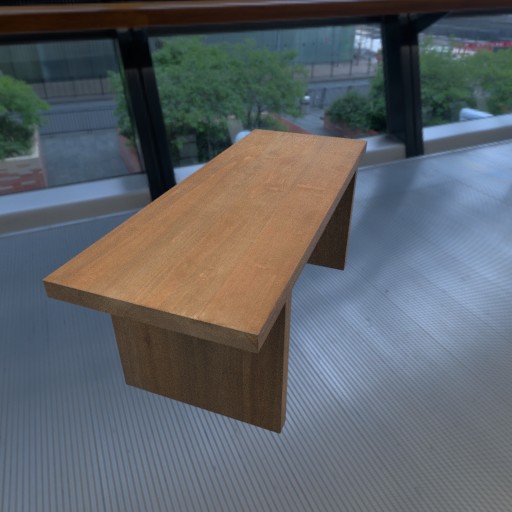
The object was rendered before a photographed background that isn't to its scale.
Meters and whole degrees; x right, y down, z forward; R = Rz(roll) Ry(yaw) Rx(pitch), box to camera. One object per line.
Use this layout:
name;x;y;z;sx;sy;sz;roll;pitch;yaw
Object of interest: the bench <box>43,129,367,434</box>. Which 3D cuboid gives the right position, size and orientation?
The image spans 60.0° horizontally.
bench;0.000;0.000;1.403;0.458;0.458;1.183;11;33;18
